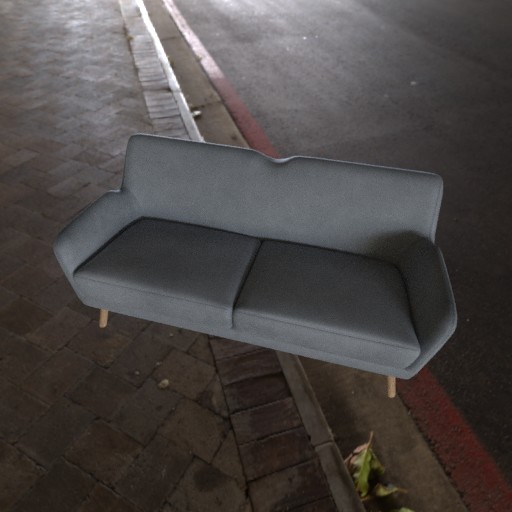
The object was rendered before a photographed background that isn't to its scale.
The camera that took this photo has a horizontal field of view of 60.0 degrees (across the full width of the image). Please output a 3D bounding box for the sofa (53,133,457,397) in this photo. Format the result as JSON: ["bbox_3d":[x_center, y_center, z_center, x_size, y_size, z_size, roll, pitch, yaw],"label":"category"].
[{"bbox_3d":[0.000,0.000,2.306,1.870,0.810,0.850,11,42,12],"label":"sofa"}]
